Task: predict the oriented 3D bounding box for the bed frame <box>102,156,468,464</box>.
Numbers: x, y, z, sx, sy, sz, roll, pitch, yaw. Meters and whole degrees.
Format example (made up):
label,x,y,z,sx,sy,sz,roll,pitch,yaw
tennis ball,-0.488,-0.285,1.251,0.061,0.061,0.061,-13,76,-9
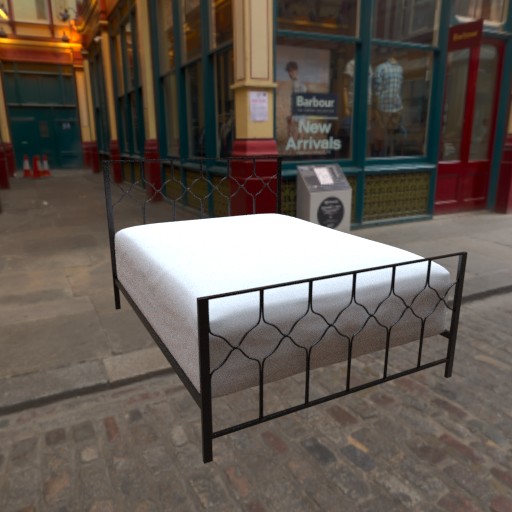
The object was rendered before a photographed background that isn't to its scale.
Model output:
label,x,y,z,sx,sy,sz,roll,pitch,yaw
bed frame,0.000,0.000,3.052,1.597,1.222,2.063,-8,17,-27
